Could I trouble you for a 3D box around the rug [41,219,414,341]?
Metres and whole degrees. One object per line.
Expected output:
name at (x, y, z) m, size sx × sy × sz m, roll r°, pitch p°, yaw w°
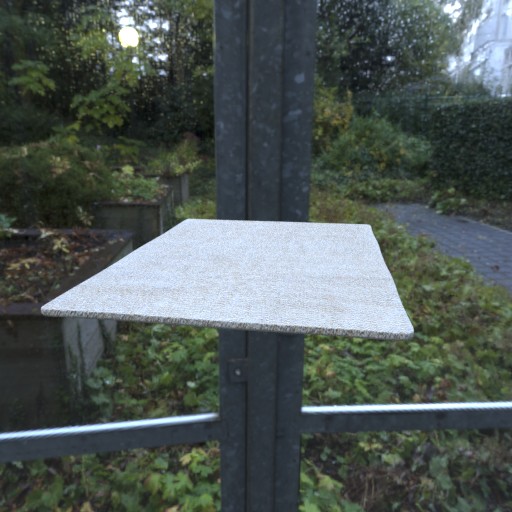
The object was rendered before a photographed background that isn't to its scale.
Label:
rug at (0.000, 0.000, 2.134) m, size 1.200 × 0.027 × 1.600 m, roll 3°, pitch 16°, yaw 9°
